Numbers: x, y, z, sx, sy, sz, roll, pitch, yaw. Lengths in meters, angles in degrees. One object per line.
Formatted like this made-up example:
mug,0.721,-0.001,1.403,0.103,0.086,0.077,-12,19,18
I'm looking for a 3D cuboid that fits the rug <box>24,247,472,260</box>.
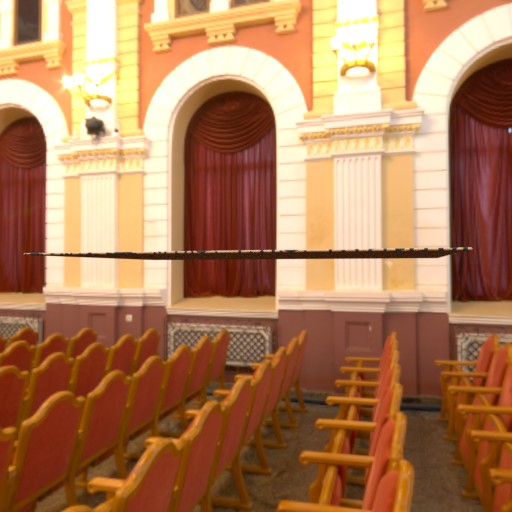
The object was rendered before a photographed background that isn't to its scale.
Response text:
rug,0.000,0.000,3.008,2.435,0.011,1.517,-1,-2,17
